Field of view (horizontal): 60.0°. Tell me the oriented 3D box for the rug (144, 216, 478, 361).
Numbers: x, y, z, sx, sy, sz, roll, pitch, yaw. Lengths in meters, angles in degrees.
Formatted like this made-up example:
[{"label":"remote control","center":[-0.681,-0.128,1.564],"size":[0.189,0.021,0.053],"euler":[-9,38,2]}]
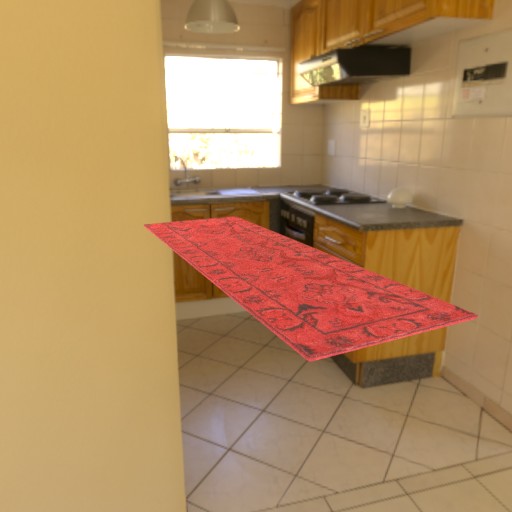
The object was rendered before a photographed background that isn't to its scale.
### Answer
[{"label":"rug","center":[0.000,0.000,2.676],"size":[0.813,0.018,2.439],"euler":[-8,17,-25]}]
